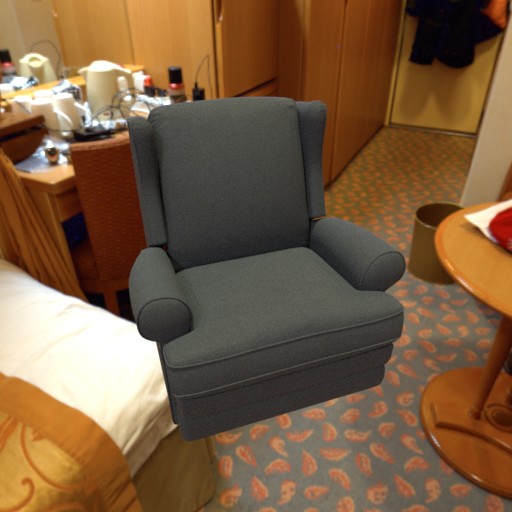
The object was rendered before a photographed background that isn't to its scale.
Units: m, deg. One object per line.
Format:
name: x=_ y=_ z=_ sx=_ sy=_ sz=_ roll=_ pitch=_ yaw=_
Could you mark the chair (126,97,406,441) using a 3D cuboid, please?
chair: x=0.000 y=0.000 z=1.709 sx=0.971 sy=1.020 sz=0.877 roll=-11 pitch=35 yaw=-16
